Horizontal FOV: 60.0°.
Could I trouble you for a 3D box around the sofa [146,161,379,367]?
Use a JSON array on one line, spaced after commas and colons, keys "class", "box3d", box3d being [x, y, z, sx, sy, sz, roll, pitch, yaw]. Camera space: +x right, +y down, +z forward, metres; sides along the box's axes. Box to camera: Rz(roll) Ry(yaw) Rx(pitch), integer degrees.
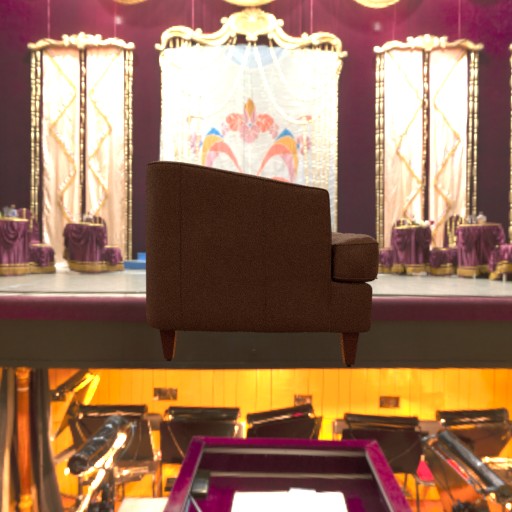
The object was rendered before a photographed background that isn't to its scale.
[{"class": "sofa", "box3d": [0.000, 0.000, 2.656, 0.927, 0.787, 2.227, 0, 1, 0]}]
